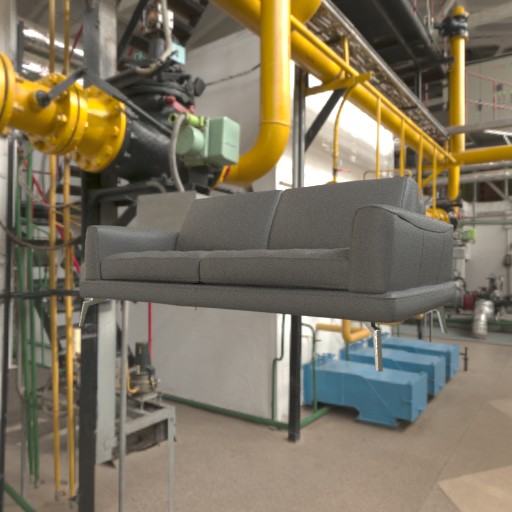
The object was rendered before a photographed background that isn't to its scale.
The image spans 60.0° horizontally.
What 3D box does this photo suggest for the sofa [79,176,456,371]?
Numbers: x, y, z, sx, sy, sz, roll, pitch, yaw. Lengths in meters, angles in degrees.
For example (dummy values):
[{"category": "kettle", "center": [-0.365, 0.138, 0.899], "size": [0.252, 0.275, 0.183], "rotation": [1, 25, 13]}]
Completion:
[{"category": "sofa", "center": [0.000, 0.000, 2.770], "size": [2.177, 0.930, 1.121], "rotation": [0, -1, 36]}]
